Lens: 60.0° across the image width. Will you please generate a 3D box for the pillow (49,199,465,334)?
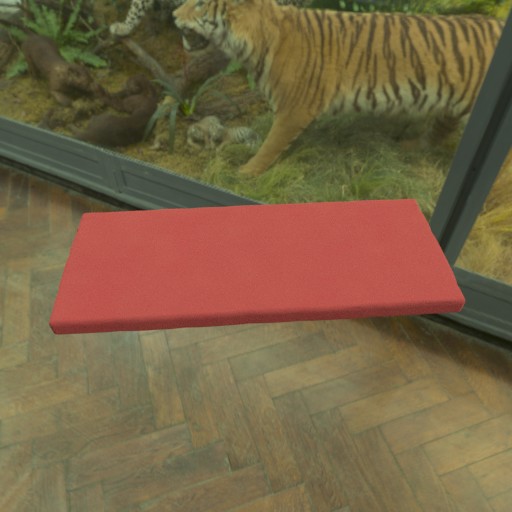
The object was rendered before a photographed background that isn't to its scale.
[{"bbox_3d":[0.000,0.000,1.387,1.187,0.081,0.492,-3,47,-3],"label":"pillow"}]
